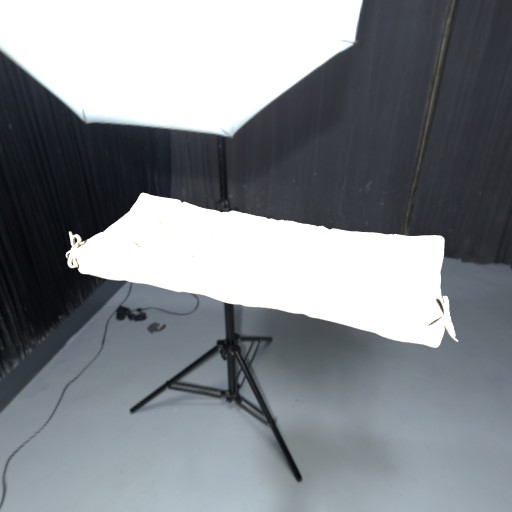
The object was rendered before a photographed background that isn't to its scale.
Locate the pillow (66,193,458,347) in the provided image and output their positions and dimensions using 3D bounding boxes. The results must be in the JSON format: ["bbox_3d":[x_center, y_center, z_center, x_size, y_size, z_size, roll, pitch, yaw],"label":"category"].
[{"bbox_3d":[0.000,0.000,1.411,1.194,0.174,0.511,10,33,15],"label":"pillow"}]
